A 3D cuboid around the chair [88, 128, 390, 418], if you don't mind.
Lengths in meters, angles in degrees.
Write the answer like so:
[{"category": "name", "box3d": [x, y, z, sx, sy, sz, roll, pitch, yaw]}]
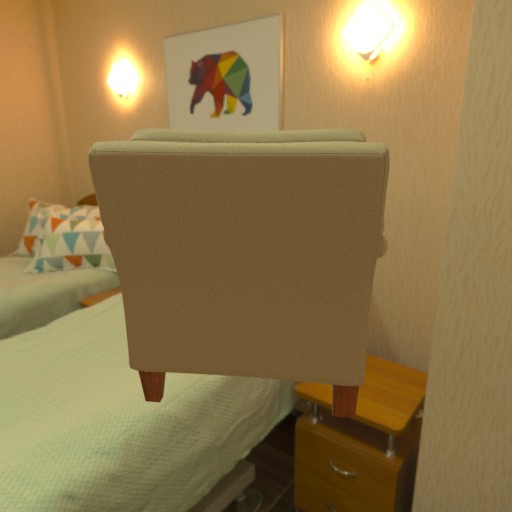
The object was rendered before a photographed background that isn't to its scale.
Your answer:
[{"category": "chair", "box3d": [0.000, 0.000, 1.877, 0.955, 1.038, 1.070, 2, 16, 7]}]
